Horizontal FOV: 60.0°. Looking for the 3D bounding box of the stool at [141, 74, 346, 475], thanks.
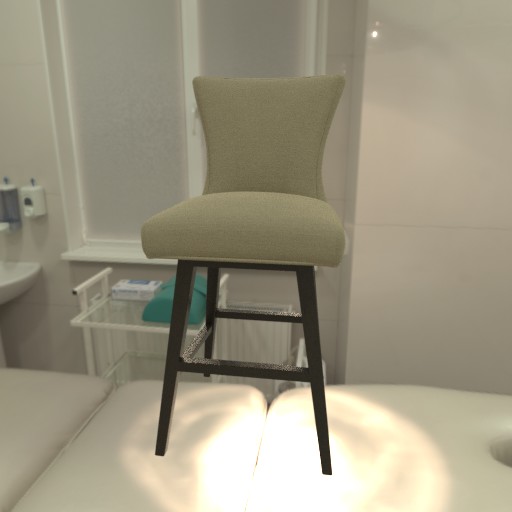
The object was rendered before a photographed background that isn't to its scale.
[{"bbox_3d":[0.000,0.000,1.372,0.514,1.086,0.574,3,17,8],"label":"stool"}]
